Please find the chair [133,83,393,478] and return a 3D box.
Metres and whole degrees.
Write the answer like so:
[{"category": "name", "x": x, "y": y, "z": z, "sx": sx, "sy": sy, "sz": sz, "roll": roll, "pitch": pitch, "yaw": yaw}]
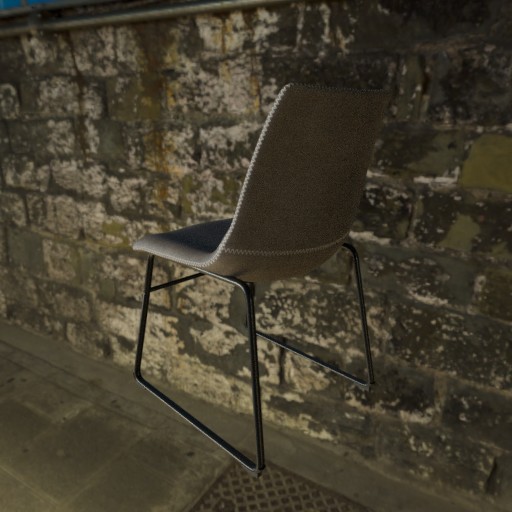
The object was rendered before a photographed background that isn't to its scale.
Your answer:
[{"category": "chair", "x": 0.000, "y": 0.000, "z": 1.115, "sx": 0.460, "sy": 0.780, "sz": 0.550, "roll": -17, "pitch": 25, "yaw": -42}]
